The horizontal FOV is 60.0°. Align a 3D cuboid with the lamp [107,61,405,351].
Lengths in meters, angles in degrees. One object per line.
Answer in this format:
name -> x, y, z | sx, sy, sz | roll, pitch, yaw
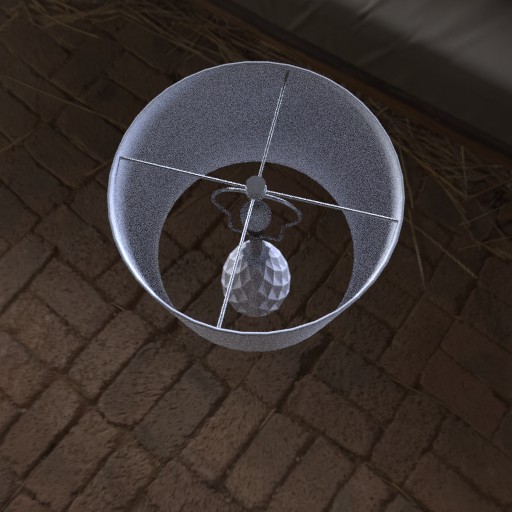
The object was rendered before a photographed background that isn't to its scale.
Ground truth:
lamp -> 0.000, 0.000, 0.690 | 0.297, 0.522, 0.297 | 0, 74, 0
